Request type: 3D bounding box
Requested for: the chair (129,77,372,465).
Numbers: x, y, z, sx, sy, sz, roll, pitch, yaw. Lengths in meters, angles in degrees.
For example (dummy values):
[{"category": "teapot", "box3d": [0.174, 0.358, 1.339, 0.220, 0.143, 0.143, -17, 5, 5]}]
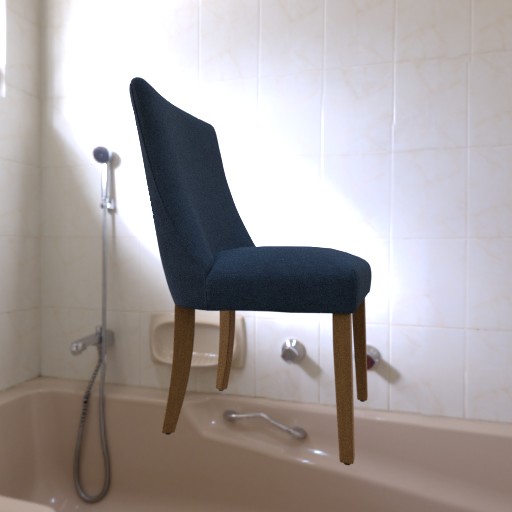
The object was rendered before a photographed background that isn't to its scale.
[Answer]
[{"category": "chair", "box3d": [0.000, 0.000, 1.247, 0.609, 0.902, 0.495, 0, 1, 18]}]
